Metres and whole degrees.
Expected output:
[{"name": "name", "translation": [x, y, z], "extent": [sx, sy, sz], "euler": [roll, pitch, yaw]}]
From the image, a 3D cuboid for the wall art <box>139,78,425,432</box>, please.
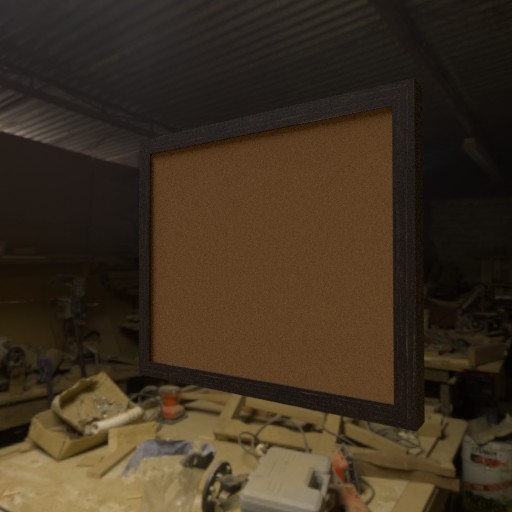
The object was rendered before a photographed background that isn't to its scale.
[{"name": "wall art", "translation": [0.000, 0.000, 0.534], "extent": [0.381, 0.330, 0.031], "euler": [-1, -1, 34]}]
